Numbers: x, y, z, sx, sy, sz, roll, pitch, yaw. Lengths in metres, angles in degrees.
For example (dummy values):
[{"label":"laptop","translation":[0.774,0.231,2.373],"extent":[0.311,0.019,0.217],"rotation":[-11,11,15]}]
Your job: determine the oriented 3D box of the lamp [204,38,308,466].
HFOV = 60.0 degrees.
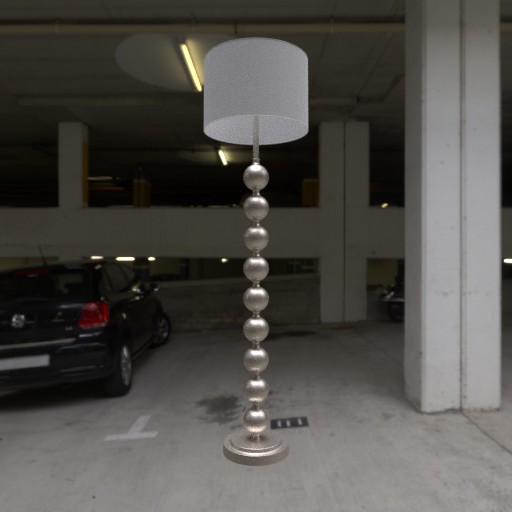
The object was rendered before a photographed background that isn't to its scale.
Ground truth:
[{"label":"lamp","translation":[0.000,0.000,1.679],"extent":[0.394,1.474,0.394],"rotation":[0,0,0]}]
